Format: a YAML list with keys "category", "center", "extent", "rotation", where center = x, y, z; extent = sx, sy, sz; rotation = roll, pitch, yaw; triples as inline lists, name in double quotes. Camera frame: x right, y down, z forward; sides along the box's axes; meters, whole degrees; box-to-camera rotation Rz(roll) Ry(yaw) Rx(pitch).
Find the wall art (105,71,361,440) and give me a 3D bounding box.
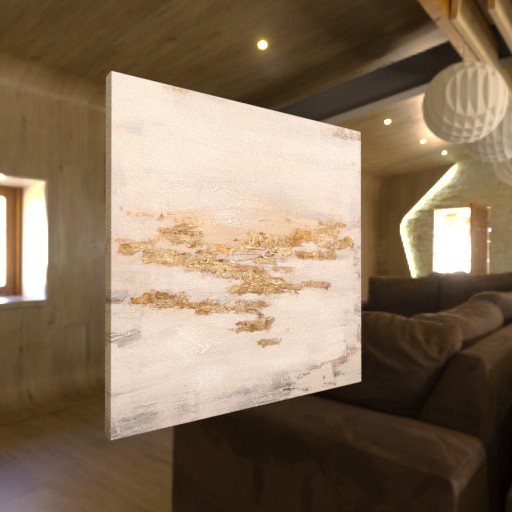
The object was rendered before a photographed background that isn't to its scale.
- category: "wall art"
  center: [0.000, 0.000, 1.137]
  extent: [0.753, 0.755, 0.038]
  rotation: [0, -1, -35]
